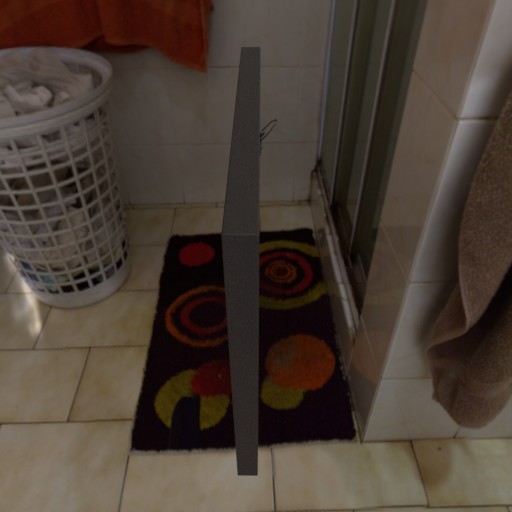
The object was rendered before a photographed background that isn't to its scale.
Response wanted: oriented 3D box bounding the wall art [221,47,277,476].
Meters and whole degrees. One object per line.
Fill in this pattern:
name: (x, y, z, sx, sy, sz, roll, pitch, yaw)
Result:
wall art: (0.000, 0.000, 0.510, 0.038, 0.349, 0.349, 0, 42, 0)
